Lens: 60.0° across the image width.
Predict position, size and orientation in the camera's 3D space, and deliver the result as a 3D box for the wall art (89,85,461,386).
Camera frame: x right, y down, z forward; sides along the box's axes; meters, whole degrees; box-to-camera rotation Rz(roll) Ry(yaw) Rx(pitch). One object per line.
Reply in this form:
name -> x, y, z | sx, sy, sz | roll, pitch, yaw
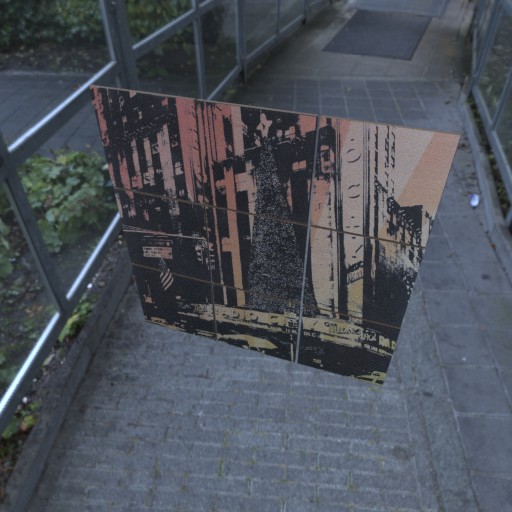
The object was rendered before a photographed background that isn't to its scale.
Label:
wall art -> 0.000, 0.000, 1.777 | 1.216, 1.216, 0.013 | 12, 42, 14
